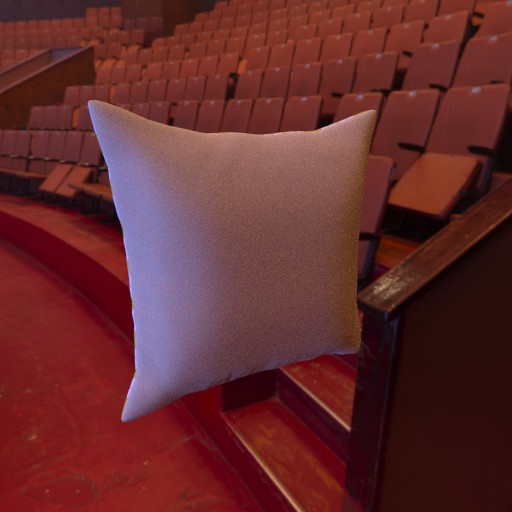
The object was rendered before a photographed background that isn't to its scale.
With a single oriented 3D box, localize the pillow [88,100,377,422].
[{"bbox_3d":[0.000,0.000,0.766,0.504,0.494,0.188,-9,18,-28],"label":"pillow"}]
